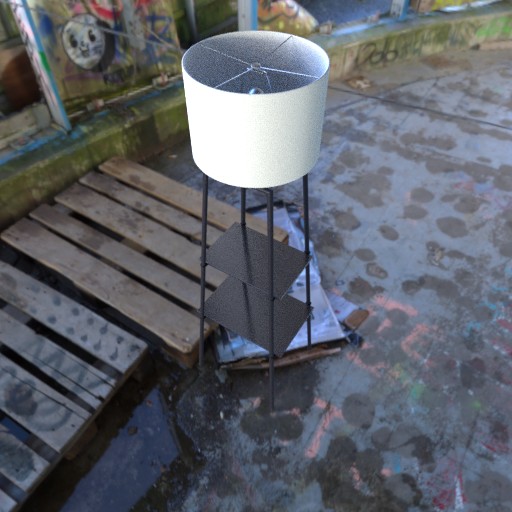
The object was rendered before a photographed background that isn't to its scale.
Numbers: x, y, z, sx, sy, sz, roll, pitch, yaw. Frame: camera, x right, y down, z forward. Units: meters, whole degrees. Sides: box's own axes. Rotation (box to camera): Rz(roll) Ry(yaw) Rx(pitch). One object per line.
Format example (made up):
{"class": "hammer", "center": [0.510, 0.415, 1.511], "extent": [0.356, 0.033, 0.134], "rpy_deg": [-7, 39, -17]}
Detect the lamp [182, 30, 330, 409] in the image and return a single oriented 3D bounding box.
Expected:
{"class": "lamp", "center": [0.000, 0.000, 1.667], "extent": [0.427, 1.474, 0.384], "rpy_deg": [25, 52, 22]}
